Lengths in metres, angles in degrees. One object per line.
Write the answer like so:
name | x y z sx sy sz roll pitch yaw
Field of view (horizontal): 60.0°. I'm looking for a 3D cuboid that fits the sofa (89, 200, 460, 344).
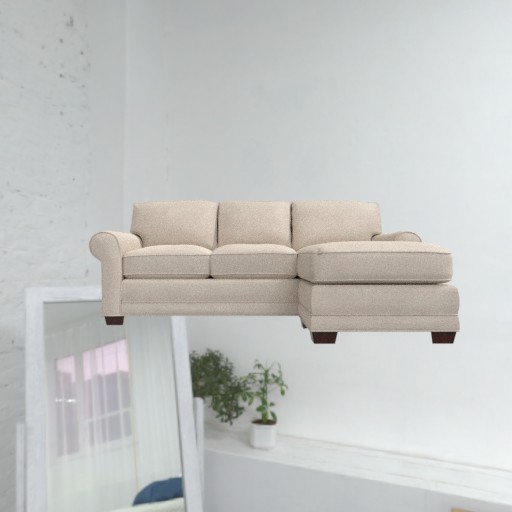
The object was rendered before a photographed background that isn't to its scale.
sofa | 0.000 0.000 2.413 1.770 0.734 1.226 0 0 0
